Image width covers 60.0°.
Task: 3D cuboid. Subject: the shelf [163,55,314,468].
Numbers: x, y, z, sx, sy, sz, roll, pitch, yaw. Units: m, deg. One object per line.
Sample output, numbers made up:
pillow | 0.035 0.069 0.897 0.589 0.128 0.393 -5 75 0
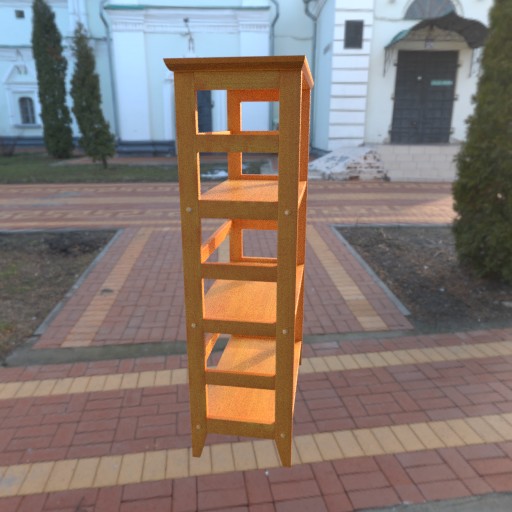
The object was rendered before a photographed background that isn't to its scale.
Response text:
shelf | 0.000 0.000 1.395 0.305 1.067 0.660 2 17 8
